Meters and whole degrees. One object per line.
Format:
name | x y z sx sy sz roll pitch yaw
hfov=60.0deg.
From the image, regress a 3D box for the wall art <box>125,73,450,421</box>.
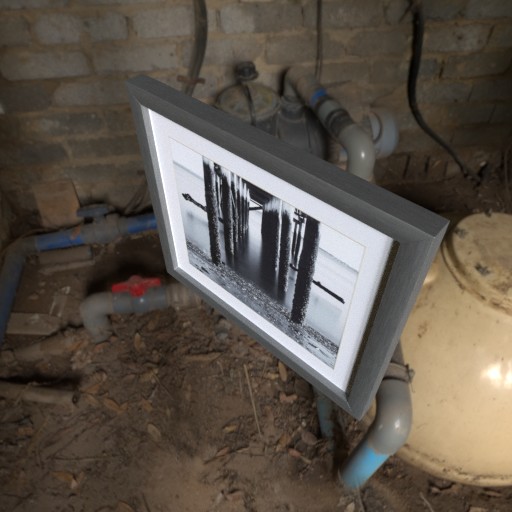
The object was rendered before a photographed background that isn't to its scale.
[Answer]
wall art | 0.000 0.000 0.543 0.380 0.330 0.028 33 55 27
